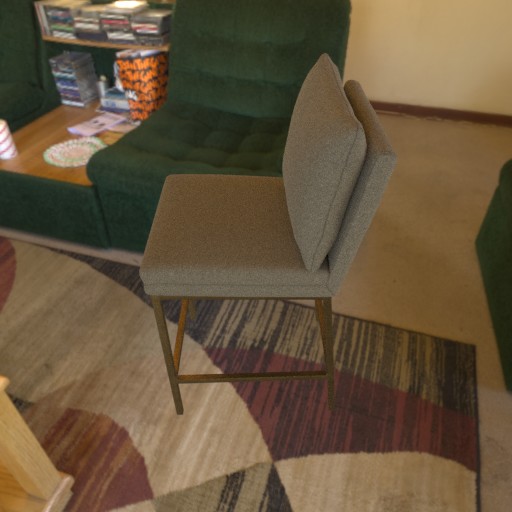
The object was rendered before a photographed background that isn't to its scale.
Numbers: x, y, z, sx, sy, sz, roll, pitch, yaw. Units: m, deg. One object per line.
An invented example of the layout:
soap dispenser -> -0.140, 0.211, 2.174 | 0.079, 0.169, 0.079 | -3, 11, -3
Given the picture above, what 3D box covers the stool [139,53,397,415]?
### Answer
stool -> 0.000, 0.000, 1.328 | 0.569, 1.030, 0.463 | 0, 41, 0
